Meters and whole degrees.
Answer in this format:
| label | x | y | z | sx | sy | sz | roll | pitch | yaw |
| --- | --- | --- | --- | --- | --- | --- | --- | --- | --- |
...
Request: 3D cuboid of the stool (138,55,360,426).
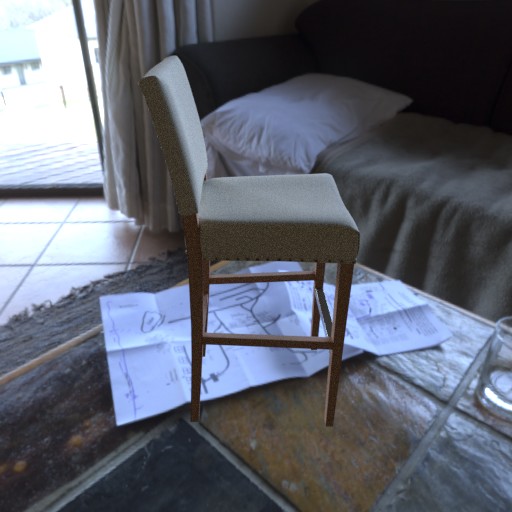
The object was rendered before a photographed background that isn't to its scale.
| label | x | y | z | sx | sy | sz | roll | pitch | yaw |
| --- | --- | --- | --- | --- | --- | --- | --- | --- | --- |
| stool | 0.000 | 0.000 | 1.426 | 0.546 | 1.143 | 0.428 | -1 | 31 | -1 |
